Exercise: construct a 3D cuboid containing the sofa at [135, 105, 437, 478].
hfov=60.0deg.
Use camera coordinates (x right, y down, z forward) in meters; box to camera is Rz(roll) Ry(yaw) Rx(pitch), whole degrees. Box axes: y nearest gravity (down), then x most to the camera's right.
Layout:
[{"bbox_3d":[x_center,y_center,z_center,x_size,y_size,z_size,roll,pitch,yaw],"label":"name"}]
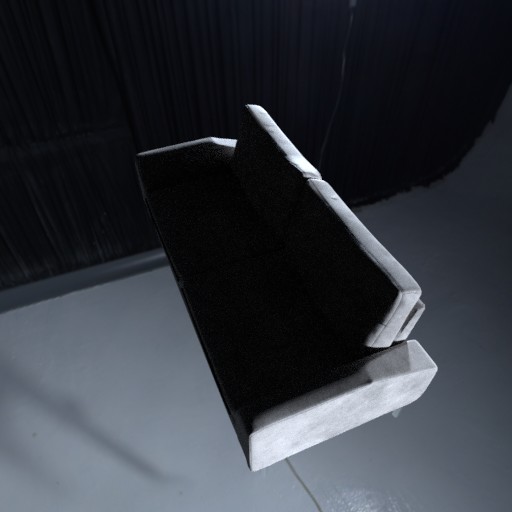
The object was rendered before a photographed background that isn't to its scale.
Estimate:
[{"bbox_3d":[0.000,0.000,2.300,0.849,0.859,1.837,-17,48,-16],"label":"sofa"}]
